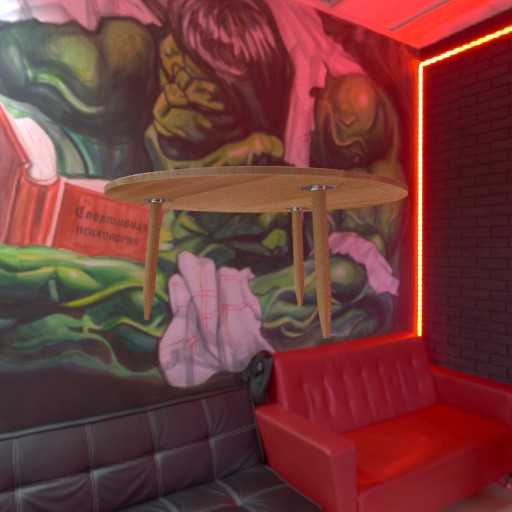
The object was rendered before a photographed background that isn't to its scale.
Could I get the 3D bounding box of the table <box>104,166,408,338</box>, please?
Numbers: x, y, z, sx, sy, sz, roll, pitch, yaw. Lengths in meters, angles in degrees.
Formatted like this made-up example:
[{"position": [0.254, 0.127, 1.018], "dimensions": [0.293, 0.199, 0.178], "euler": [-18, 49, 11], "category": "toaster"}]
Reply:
[{"position": [0.000, 0.000, 1.389], "dimensions": [0.900, 0.400, 0.900], "euler": [0, 1, 0], "category": "table"}]
